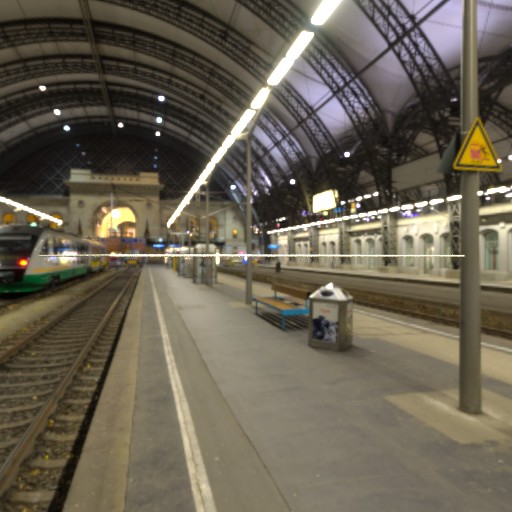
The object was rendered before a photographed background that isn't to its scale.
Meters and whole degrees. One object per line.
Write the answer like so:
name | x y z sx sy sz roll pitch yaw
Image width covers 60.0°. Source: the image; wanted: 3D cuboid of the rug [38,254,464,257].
rug | 0.000 0.000 1.065 0.868 0.004 0.556 0 0 -35
